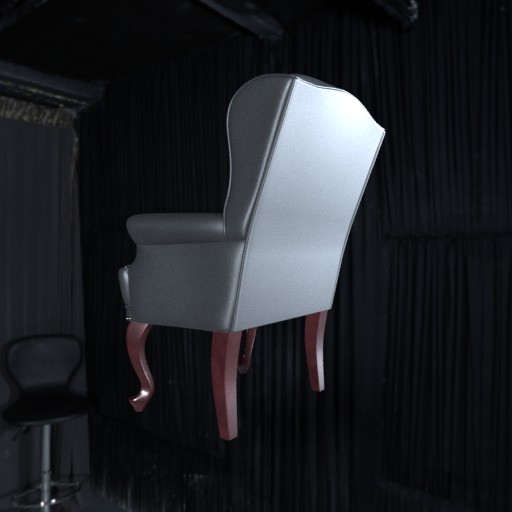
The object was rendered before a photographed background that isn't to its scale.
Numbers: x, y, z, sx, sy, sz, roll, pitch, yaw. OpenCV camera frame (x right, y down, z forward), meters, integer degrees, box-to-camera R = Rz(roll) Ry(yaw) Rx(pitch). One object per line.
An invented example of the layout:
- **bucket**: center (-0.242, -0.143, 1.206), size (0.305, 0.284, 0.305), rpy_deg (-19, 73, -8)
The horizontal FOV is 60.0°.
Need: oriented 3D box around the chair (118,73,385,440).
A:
- **chair**: center (0.000, 0.000, 1.656), size (0.762, 1.111, 0.838), rpy_deg (1, 1, 36)
